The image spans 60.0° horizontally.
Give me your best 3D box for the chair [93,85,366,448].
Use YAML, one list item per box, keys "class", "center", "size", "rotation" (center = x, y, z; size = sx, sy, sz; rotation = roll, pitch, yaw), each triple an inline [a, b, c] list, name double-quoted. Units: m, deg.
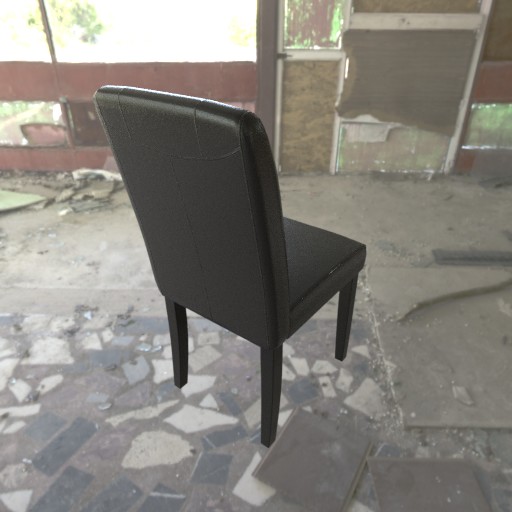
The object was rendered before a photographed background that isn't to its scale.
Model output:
- class: "chair"
  center: [0.000, 0.000, 1.171]
  size: [0.399, 0.897, 0.556]
  rotation: [22, 37, 32]
